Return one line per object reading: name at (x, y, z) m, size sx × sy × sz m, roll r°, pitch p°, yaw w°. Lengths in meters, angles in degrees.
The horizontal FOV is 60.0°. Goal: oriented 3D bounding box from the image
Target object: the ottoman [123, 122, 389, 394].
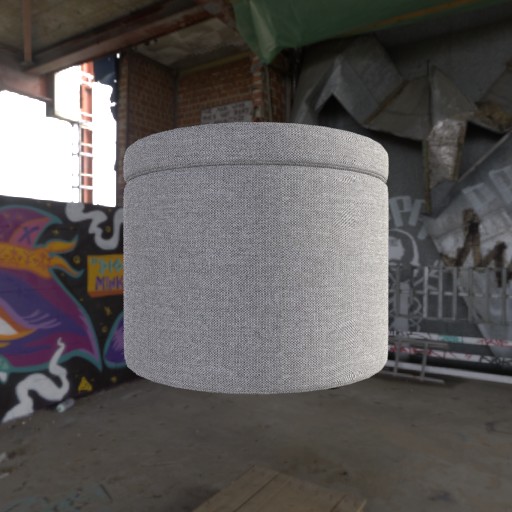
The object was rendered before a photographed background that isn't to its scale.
ottoman at (0.000, 0.000, 0.874) m, size 0.500 × 0.419 × 0.500 m, roll 0°, pitch 0°, yaw 0°
